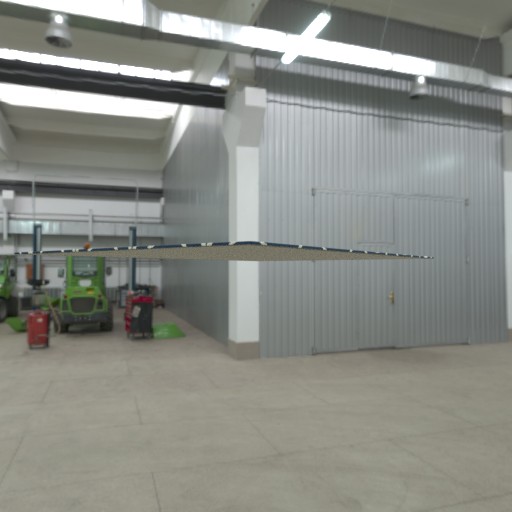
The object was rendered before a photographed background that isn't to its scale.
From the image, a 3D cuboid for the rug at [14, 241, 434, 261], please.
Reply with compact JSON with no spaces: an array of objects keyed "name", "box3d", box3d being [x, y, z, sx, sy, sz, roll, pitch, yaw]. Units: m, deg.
[{"name":"rug","box3d":[0.000,0.000,2.685,1.524,0.010,2.134,-1,-2,36]}]
